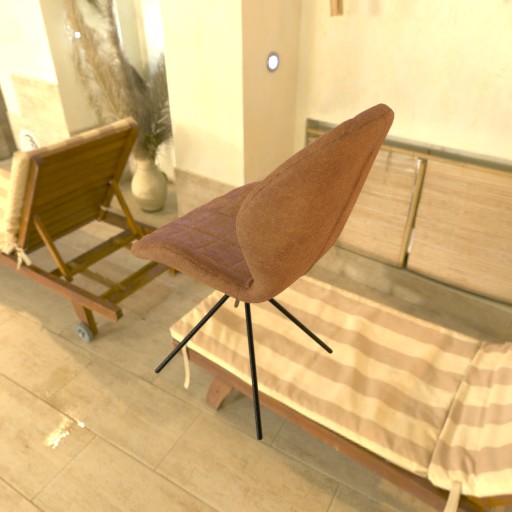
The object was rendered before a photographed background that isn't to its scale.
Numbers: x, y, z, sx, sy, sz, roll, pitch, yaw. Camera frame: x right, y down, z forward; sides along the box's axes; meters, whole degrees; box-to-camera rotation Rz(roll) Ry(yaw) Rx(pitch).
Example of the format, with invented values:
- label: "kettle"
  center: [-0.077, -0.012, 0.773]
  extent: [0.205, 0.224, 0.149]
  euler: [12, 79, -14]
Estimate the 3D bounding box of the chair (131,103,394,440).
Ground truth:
- label: "chair"
  center: [0.000, 0.000, 1.286]
  extent: [0.640, 0.929, 0.527]
  euler: [22, 39, 30]
